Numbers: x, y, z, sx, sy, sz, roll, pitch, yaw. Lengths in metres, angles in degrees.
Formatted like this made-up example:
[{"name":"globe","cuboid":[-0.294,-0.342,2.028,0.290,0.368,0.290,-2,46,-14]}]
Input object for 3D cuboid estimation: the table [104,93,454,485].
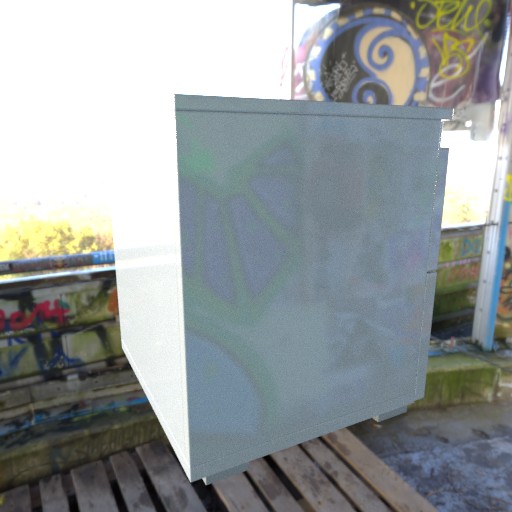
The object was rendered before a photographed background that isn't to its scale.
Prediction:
[{"name":"table","cuboid":[0.000,0.000,0.763,0.400,0.470,0.420,-7,16,-27]}]
